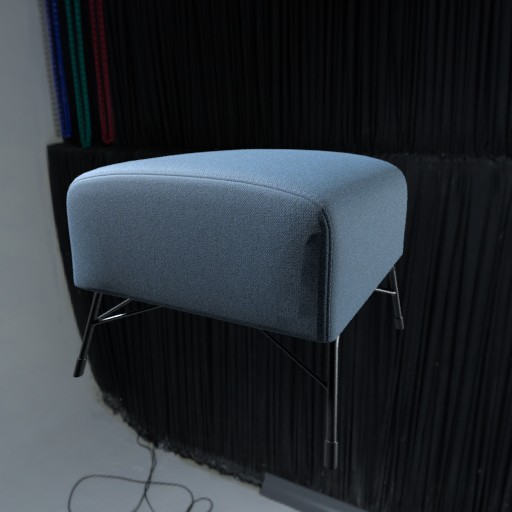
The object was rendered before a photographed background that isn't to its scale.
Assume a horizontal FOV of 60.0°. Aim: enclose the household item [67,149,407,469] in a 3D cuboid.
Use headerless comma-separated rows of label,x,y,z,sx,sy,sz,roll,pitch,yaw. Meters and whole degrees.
household item,0.000,0.000,0.905,0.530,0.420,0.530,8,18,27
